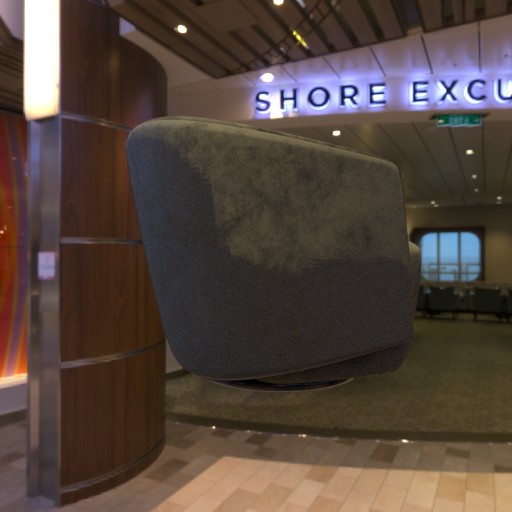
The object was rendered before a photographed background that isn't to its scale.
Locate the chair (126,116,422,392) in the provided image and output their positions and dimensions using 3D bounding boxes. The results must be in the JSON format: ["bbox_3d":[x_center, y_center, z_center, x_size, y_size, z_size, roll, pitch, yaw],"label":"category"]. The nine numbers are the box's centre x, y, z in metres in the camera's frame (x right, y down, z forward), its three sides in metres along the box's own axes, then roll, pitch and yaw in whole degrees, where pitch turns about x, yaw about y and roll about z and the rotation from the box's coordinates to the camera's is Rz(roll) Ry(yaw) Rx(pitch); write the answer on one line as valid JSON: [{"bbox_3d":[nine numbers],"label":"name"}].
[{"bbox_3d":[0.000,0.000,1.361,0.767,0.698,0.773,0,0,-19],"label":"chair"}]
